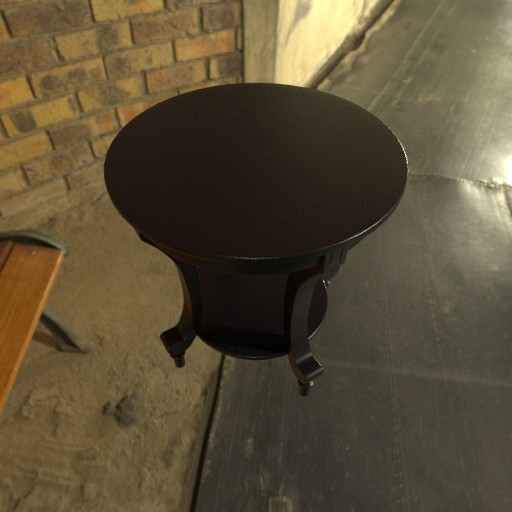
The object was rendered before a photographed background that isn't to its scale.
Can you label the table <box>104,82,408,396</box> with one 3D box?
[{"bbox_3d":[0.000,0.000,1.113,0.597,0.618,0.597,0,46,0],"label":"table"}]
